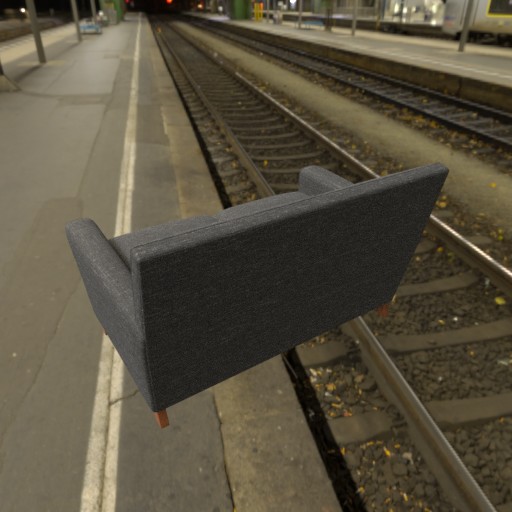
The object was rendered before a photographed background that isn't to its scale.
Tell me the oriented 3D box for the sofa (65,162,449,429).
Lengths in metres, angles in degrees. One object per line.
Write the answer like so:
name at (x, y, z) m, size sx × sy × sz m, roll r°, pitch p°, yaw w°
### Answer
sofa at (0.000, 0.000, 2.019) m, size 1.420 × 0.846 × 0.875 m, roll -18°, pitch 34°, yaw -29°
